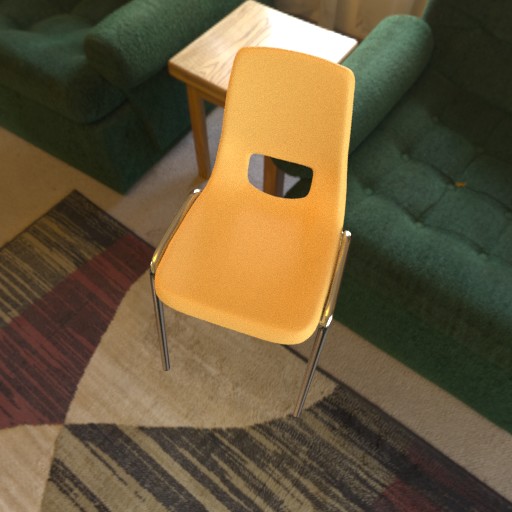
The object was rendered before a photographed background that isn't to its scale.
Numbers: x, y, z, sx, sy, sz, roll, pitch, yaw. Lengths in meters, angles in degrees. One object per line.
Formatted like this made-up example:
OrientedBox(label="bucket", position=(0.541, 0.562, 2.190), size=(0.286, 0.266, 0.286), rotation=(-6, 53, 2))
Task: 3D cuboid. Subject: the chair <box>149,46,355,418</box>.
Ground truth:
OrientedBox(label="chair", position=(0.000, 0.000, 0.957), size=(0.381, 0.704, 0.436), rotation=(17, 60, 10))
